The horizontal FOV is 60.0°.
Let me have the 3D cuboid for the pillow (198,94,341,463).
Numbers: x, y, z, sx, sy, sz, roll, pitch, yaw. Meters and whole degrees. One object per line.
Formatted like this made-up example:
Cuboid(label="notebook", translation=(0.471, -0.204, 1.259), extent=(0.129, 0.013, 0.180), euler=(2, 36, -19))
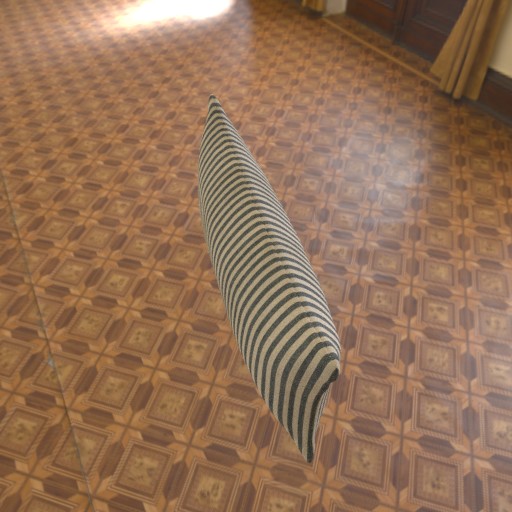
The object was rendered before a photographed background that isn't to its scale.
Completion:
Cuboid(label="pillow", translation=(0.000, 0.000, 0.769), extent=(0.151, 0.295, 0.617), euler=(-12, 48, -11))
